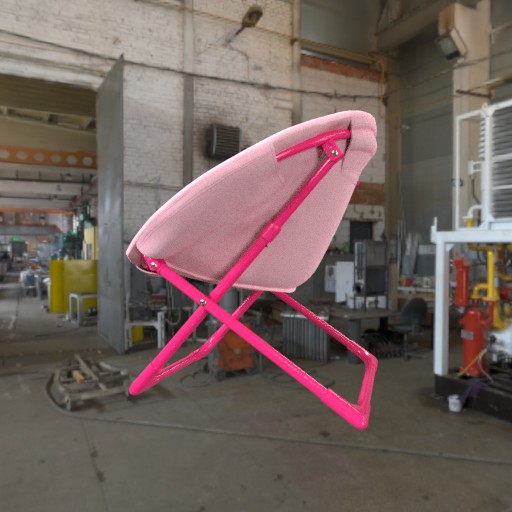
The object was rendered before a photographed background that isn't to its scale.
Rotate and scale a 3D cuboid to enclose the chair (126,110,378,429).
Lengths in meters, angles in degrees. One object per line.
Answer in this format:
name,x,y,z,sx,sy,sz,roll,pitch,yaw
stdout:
chair,0.000,0.000,0.876,0.459,0.494,0.522,0,1,18
